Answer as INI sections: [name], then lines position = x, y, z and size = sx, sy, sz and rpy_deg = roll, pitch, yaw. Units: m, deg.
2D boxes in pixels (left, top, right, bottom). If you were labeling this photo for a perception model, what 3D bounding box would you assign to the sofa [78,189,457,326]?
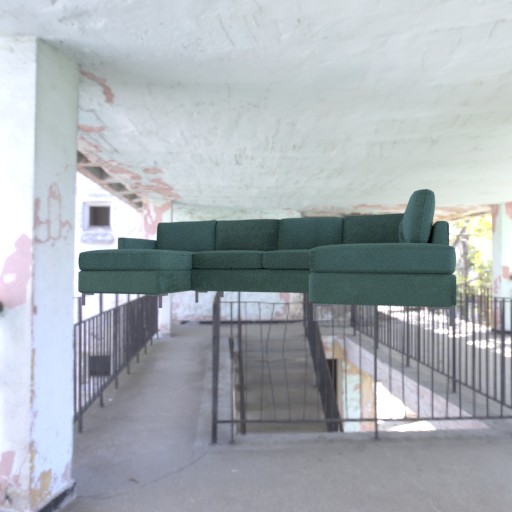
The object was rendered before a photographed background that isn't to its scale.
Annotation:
[sofa]
position = 0.000, 0.000, 4.413
size = 3.434, 0.992, 2.055
rpy_deg = 0, -1, 17
